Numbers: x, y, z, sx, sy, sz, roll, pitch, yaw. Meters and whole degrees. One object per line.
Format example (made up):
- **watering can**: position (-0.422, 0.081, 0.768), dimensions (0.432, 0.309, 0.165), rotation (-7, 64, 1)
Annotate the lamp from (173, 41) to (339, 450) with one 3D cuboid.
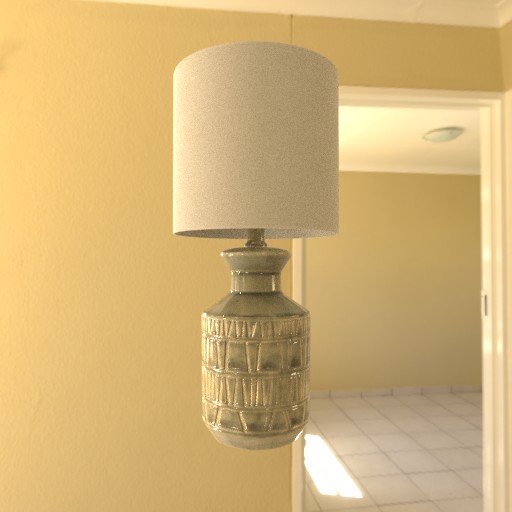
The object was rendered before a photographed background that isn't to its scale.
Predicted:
- **lamp**: position (0.000, 0.000, 0.573), dimensions (0.211, 0.455, 0.211), rotation (0, -1, -18)
